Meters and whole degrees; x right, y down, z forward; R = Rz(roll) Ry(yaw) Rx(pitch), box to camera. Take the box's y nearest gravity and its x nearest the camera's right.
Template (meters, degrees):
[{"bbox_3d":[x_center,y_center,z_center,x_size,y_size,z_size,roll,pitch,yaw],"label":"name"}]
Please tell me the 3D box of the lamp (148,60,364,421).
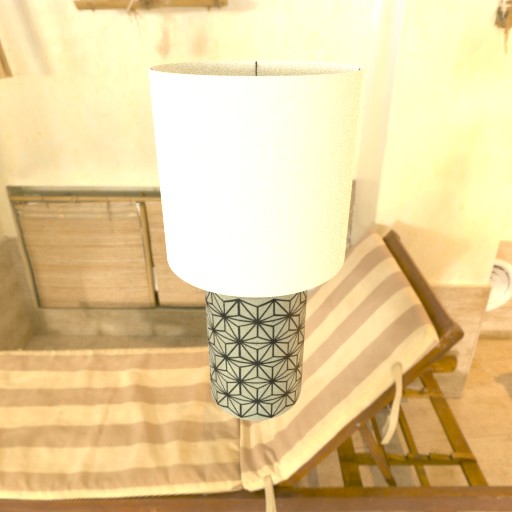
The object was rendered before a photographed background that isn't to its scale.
[{"bbox_3d":[0.000,0.000,0.528,0.206,0.416,0.206,0,27,0],"label":"lamp"}]
